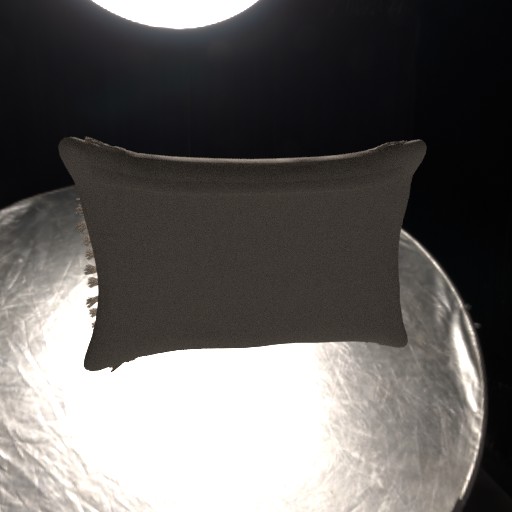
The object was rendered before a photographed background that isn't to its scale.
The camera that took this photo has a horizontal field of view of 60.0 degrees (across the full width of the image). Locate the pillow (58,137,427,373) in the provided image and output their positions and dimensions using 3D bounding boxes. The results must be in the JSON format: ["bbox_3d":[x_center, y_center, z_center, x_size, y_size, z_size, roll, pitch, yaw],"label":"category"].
[{"bbox_3d":[0.000,0.000,0.589,0.466,0.305,0.084,-3,14,-10],"label":"pillow"}]
